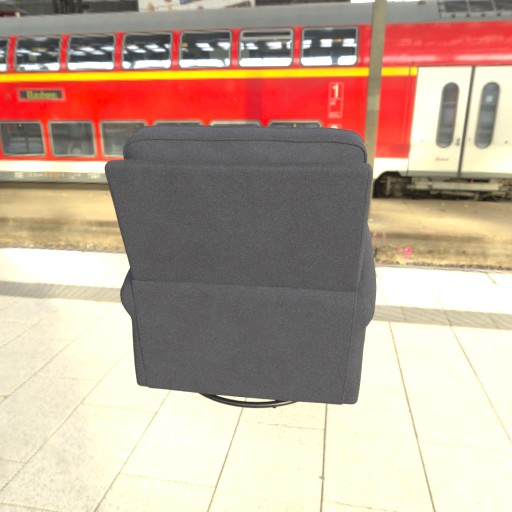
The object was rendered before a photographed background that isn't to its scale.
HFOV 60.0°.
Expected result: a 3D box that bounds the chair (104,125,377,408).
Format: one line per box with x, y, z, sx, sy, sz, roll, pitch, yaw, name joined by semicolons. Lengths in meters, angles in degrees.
0.000;0.000;1.675;0.890;0.961;0.878;3;18;8;chair
